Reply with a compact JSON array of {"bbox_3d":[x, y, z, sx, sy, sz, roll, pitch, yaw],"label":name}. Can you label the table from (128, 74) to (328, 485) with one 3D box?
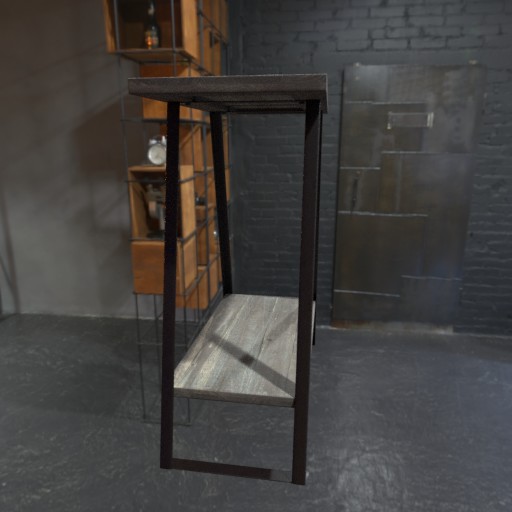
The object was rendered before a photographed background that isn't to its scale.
[{"bbox_3d":[0.000,0.000,1.024,0.300,0.701,0.599,2,15,9],"label":"table"}]
